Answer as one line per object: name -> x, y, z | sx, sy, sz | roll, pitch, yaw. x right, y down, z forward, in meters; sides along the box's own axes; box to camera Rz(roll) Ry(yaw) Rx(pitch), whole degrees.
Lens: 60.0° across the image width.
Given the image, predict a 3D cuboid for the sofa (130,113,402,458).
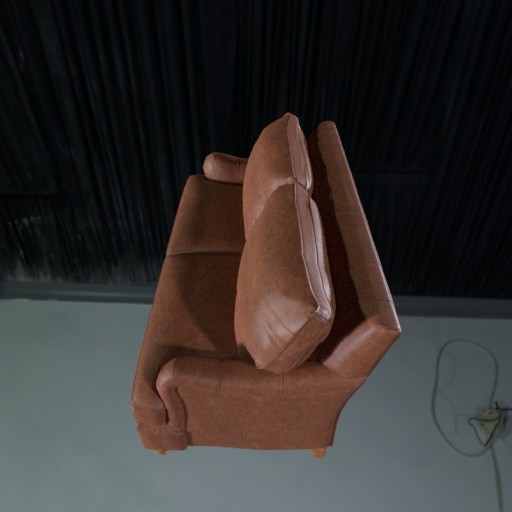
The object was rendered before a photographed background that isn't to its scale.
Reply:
sofa -> 0.000, 0.000, 2.751 | 1.147, 1.071, 2.144 | 0, 39, 0
